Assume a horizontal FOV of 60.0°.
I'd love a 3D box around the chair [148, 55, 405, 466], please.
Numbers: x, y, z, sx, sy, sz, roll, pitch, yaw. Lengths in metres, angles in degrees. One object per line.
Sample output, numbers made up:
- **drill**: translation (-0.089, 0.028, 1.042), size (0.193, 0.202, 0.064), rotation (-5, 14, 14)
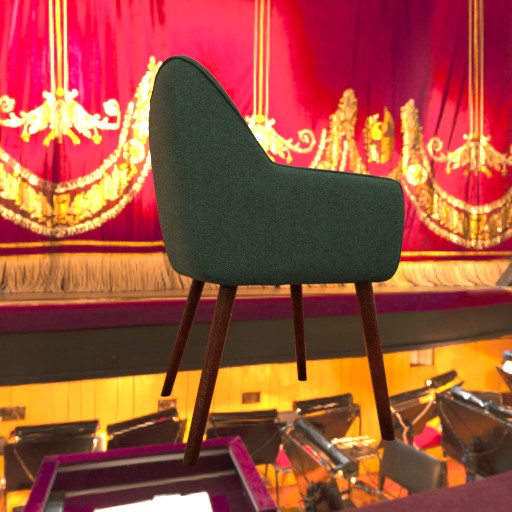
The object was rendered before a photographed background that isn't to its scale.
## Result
- **chair**: translation (0.000, 0.000, 1.128), size (0.519, 0.803, 0.543), rotation (0, 1, -18)
